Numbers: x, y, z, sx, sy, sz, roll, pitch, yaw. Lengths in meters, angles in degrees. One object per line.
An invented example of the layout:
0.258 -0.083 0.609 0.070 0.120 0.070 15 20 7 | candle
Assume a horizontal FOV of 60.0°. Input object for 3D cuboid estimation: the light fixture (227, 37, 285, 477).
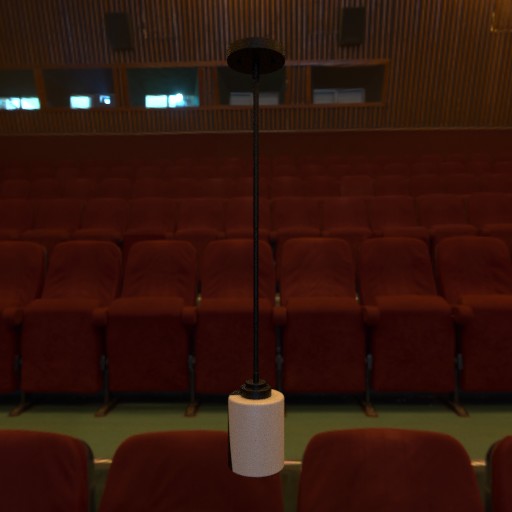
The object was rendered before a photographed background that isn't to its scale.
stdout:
0.000 0.000 0.929 0.123 0.863 0.123 0 -1 1 | light fixture
